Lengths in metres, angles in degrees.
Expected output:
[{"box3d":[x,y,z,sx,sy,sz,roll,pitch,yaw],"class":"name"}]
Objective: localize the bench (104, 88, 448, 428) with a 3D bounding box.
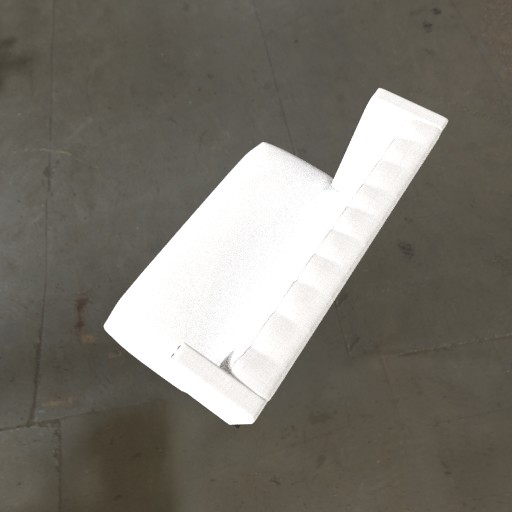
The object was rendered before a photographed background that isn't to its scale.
[{"box3d":[0.000,0.000,1.980,0.847,1.123,1.280,32,68,14],"class":"bench"}]
